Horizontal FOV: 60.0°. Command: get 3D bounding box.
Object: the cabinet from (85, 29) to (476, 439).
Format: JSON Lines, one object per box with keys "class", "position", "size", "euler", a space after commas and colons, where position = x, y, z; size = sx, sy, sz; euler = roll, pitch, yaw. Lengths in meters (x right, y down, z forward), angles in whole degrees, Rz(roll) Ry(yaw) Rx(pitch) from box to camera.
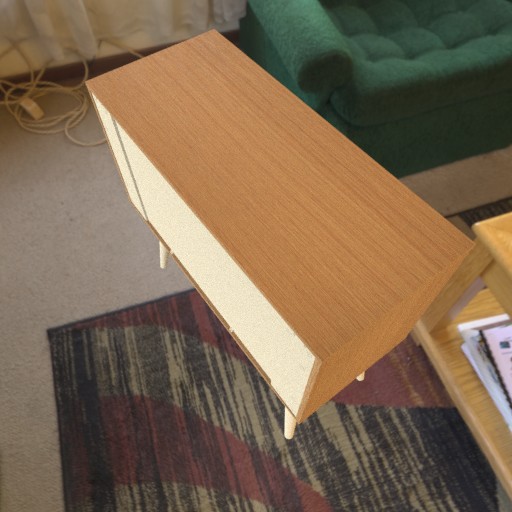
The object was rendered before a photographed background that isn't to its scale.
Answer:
{"class": "cabinet", "position": [0.000, 0.000, 1.579], "size": [0.470, 1.016, 1.057], "euler": [-32, 63, -19]}
